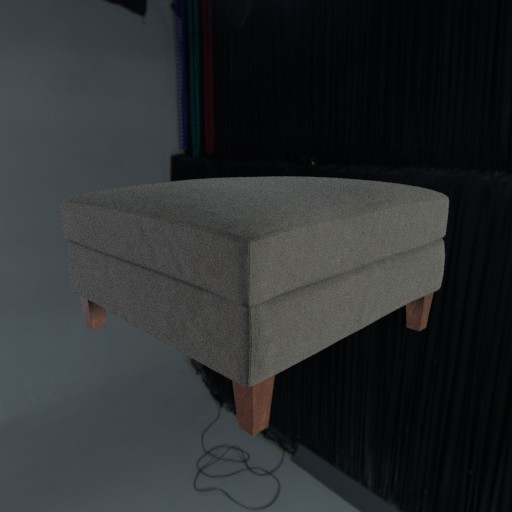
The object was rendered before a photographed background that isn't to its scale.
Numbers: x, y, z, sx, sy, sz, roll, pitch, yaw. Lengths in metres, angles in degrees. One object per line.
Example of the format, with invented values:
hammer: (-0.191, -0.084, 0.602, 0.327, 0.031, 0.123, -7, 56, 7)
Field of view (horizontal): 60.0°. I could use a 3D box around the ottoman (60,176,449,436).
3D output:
ottoman: (0.000, 0.000, 1.398, 0.881, 0.482, 0.861, -14, 20, -43)
